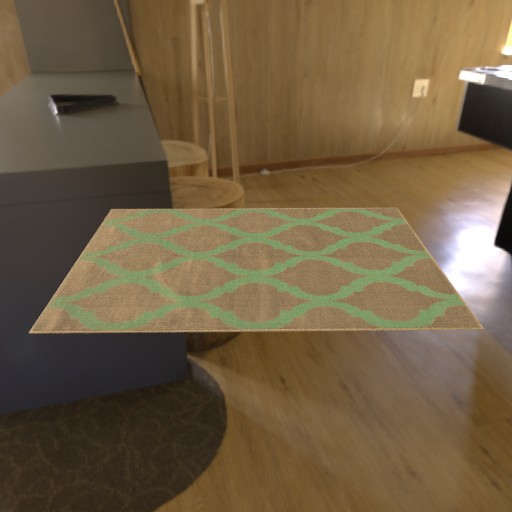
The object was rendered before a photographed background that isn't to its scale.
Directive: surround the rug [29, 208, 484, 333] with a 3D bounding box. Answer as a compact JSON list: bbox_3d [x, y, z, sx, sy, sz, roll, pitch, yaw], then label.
[{"bbox_3d":[0.000,0.000,2.885,2.286,0.006,1.524,0,30,-1],"label":"rug"}]
